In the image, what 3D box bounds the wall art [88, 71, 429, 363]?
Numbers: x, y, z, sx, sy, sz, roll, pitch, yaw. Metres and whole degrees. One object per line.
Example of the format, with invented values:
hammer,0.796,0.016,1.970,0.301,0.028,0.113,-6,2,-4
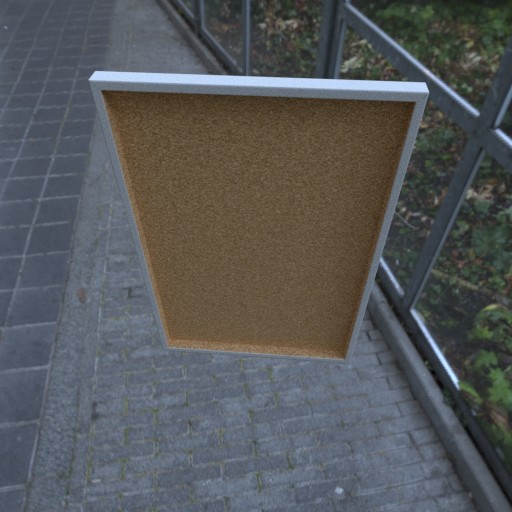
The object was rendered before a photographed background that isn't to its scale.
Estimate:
wall art,0.000,0.000,1.134,0.610,0.914,0.038,3,46,3
